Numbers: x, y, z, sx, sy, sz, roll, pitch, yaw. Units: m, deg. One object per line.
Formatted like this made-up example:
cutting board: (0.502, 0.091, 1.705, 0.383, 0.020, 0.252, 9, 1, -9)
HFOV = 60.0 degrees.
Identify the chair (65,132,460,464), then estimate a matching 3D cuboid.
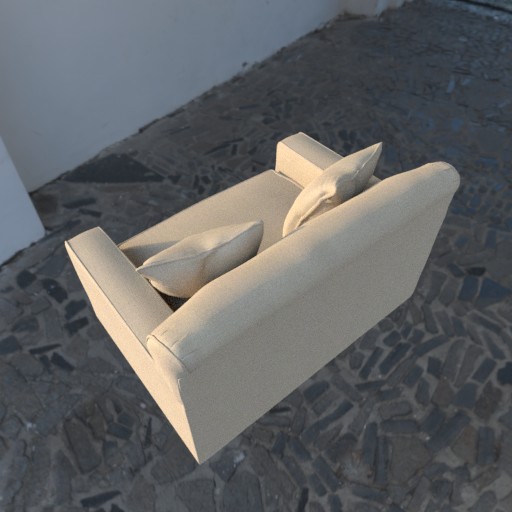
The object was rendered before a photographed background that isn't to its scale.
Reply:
chair: (0.000, 0.000, 2.048, 1.383, 0.948, 1.000, -31, 54, -26)
